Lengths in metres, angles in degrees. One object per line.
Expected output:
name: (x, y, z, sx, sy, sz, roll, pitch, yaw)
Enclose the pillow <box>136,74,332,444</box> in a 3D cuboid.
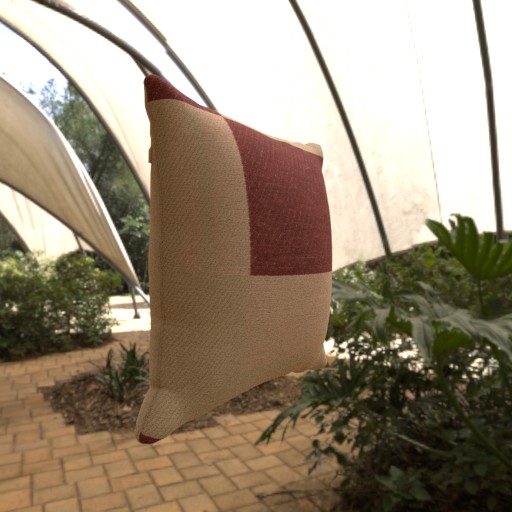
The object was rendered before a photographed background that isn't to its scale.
pillow: (0.000, 0.000, 0.801, 0.229, 0.506, 0.536, 0, -1, 35)
